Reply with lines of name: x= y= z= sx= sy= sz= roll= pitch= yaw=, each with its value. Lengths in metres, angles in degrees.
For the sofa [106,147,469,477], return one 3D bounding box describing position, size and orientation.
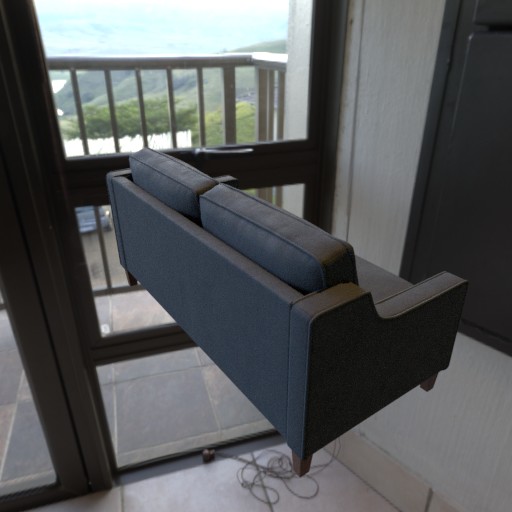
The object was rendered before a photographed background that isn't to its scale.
sofa: x=0.000 y=0.000 z=2.756 sx=1.066 sy=1.071 sz=2.178 roll=-18 pitch=32 yaw=-31
